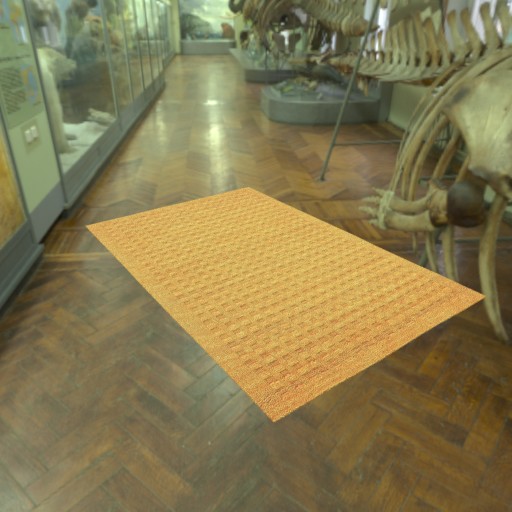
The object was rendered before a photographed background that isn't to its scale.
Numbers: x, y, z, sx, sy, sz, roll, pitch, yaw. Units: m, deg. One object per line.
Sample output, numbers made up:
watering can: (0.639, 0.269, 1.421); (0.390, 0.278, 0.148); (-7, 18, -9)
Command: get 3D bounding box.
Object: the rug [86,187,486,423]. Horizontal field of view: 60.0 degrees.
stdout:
rug: (0.000, 0.000, 2.205); (1.143, 0.006, 1.747); (-19, 33, -31)
